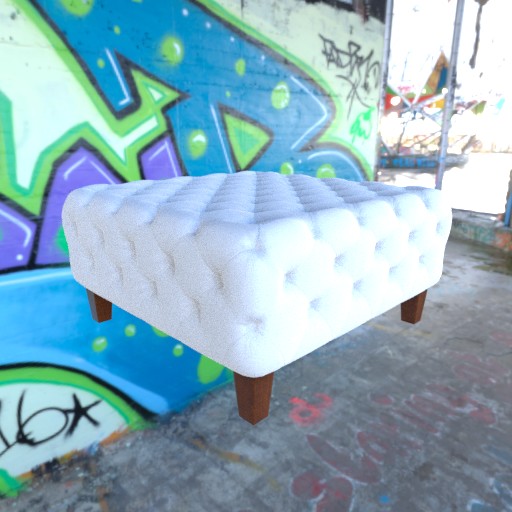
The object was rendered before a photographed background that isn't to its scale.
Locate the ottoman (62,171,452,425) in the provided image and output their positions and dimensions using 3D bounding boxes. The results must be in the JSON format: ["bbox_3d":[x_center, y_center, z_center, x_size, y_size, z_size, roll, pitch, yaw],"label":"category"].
[{"bbox_3d":[0.000,0.000,1.199,0.753,0.376,0.755,-15,22,-42],"label":"ottoman"}]
